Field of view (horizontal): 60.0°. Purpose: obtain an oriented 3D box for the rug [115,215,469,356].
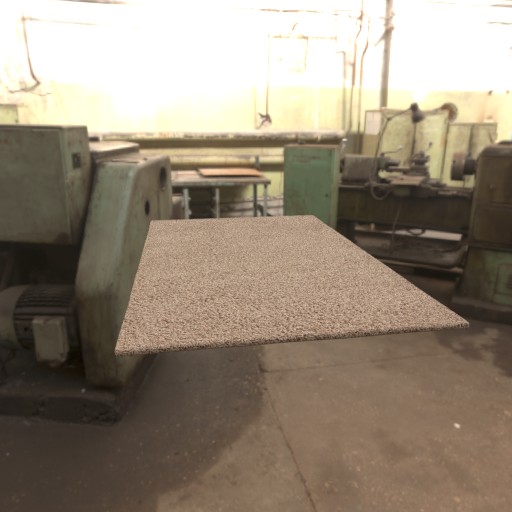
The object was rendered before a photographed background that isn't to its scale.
[{"bbox_3d":[0.000,0.000,2.990,1.524,0.030,2.438,-3,17,-9],"label":"rug"}]
